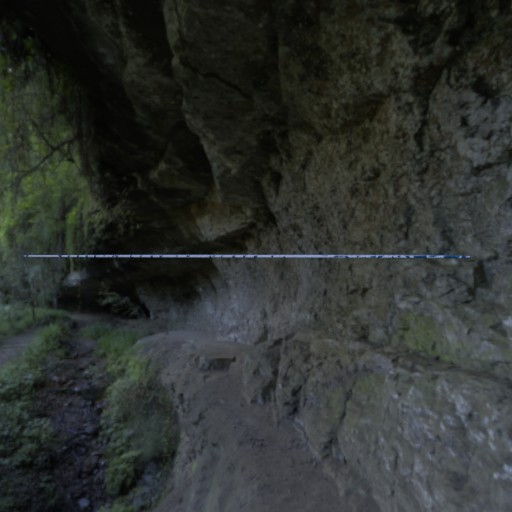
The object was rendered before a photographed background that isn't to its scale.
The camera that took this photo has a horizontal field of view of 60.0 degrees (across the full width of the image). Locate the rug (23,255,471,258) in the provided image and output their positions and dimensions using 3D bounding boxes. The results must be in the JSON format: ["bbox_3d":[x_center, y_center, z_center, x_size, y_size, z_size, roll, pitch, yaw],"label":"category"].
[{"bbox_3d":[0.000,0.000,2.968,2.435,0.011,1.517,0,0,19],"label":"rug"}]
